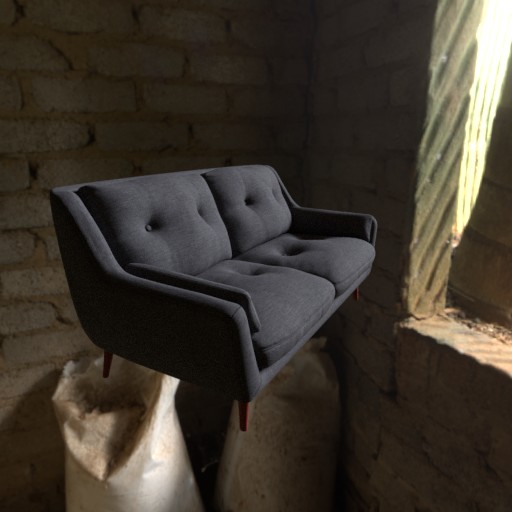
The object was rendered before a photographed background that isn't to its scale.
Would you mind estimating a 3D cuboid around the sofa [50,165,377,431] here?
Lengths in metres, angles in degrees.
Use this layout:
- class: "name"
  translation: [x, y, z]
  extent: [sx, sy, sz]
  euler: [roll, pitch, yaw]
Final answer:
- class: "sofa"
  translation: [0.000, 0.000, 2.397]
  extent: [0.975, 0.896, 1.929]
  euler: [8, 17, 27]
